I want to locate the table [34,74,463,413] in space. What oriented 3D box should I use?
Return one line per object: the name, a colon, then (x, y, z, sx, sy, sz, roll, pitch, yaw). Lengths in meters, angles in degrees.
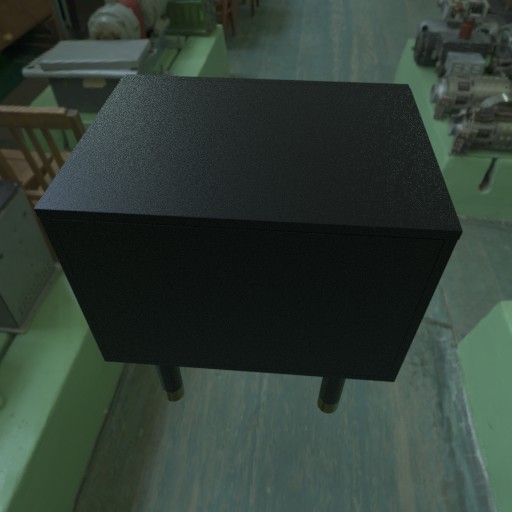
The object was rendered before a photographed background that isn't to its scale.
table: (0.000, 0.000, 0.942, 0.564, 0.584, 0.441, 3, 46, 3)
